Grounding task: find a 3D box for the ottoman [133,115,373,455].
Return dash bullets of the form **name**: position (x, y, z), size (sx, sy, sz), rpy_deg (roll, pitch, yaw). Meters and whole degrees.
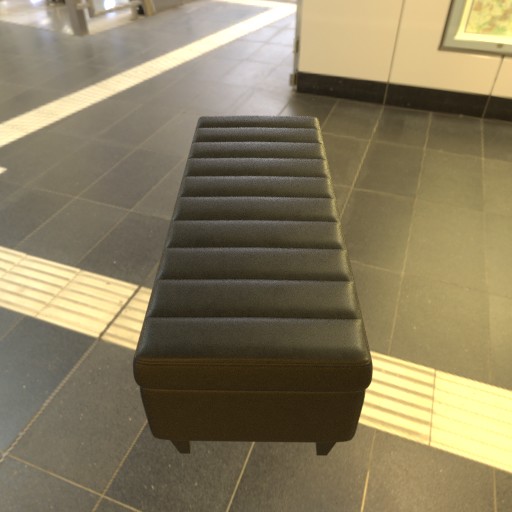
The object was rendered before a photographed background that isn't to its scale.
- **ottoman**: position (0.000, 0.000, 1.408), size (0.482, 0.469, 1.151), rpy_deg (1, 41, 1)
